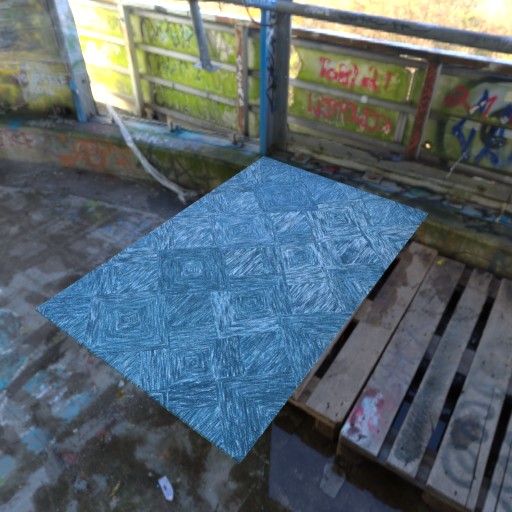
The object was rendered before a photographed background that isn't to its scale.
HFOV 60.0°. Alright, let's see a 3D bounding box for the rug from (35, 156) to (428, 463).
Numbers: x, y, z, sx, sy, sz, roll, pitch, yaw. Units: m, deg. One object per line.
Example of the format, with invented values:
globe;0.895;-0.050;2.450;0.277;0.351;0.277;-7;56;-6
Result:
rug;0.000;0.000;2.916;1.490;0.015;2.277;25;47;27
